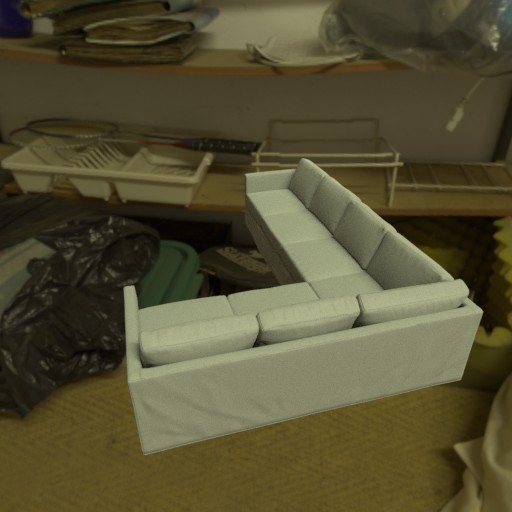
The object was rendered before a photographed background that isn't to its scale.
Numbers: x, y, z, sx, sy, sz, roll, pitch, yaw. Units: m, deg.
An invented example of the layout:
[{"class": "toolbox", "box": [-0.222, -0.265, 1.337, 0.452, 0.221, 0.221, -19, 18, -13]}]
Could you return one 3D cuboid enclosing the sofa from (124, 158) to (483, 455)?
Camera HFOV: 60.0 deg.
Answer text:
[{"class": "sofa", "box": [0.000, 0.000, 4.236, 2.432, 0.871, 3.182, -8, 31, -14]}]
